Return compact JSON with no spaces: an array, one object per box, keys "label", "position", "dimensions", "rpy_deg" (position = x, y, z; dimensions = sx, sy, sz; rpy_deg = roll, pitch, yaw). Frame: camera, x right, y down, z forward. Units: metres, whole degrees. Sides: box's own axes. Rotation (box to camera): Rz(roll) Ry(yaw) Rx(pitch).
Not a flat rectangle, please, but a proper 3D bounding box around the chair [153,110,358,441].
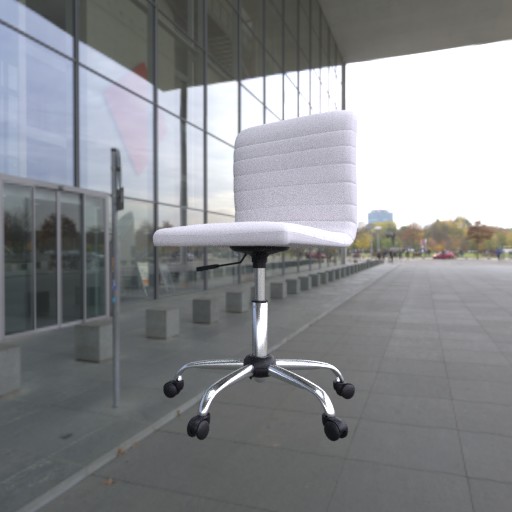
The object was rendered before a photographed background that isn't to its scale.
[{"label":"chair","position":[0.000,0.000,1.082],"dimensions":[0.520,0.750,0.455],"rpy_deg":[1,1,36]}]
